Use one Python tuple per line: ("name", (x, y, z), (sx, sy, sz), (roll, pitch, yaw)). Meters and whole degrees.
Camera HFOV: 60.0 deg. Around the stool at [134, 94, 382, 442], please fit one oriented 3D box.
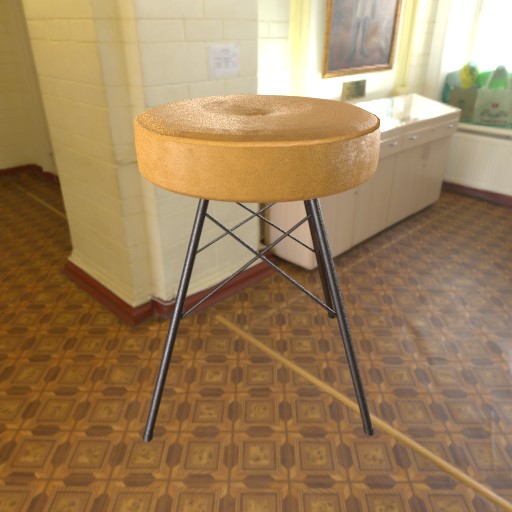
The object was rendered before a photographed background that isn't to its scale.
("stool", (0.000, 0.000, 0.914), (0.472, 0.595, 0.438), (0, 27, 0))
